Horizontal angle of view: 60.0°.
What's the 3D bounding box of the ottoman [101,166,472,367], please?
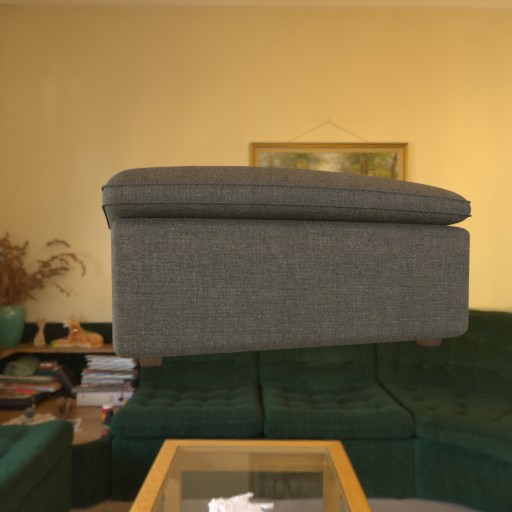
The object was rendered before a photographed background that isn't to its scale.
[{"bbox_3d":[0.000,0.000,1.657,1.067,0.559,1.067,0,0,-17],"label":"ottoman"}]
